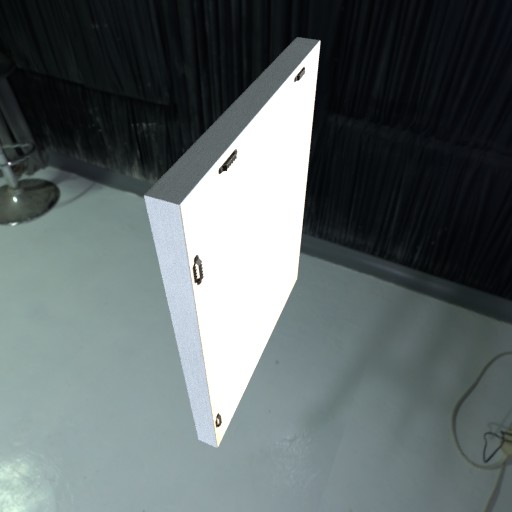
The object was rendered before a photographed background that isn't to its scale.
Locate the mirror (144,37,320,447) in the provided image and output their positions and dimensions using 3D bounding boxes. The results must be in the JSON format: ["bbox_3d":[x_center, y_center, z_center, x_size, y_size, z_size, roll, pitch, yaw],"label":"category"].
[{"bbox_3d":[0.000,0.000,0.686,0.041,0.509,0.406,16,47,16],"label":"mirror"}]
